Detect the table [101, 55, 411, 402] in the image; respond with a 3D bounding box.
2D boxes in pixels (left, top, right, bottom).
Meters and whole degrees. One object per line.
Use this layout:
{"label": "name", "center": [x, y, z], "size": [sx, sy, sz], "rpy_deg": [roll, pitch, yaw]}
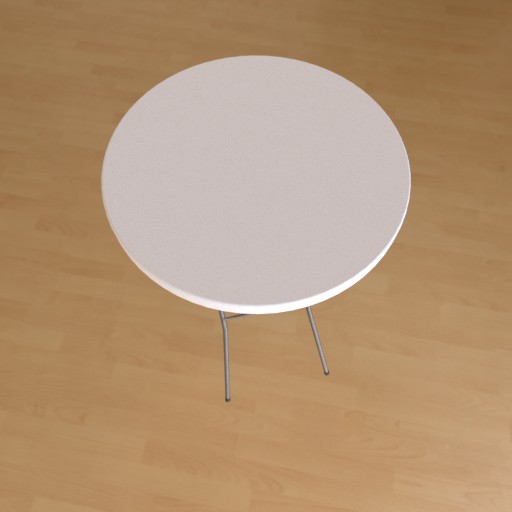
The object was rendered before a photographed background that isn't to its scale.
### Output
{"label": "table", "center": [0.000, 0.000, 1.637], "size": [0.792, 1.105, 0.795], "rpy_deg": [-13, 65, -6]}
